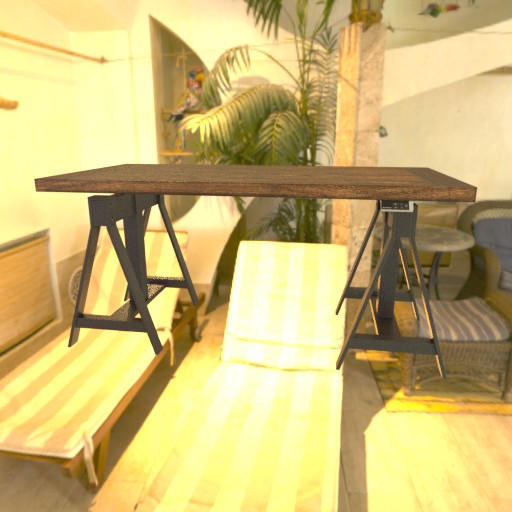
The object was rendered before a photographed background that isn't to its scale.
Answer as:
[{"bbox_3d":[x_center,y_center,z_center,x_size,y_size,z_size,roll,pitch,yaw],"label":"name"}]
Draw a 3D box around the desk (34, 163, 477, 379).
[{"bbox_3d":[0.000,0.000,1.953,1.543,0.725,0.784,3,16,9],"label":"desk"}]
